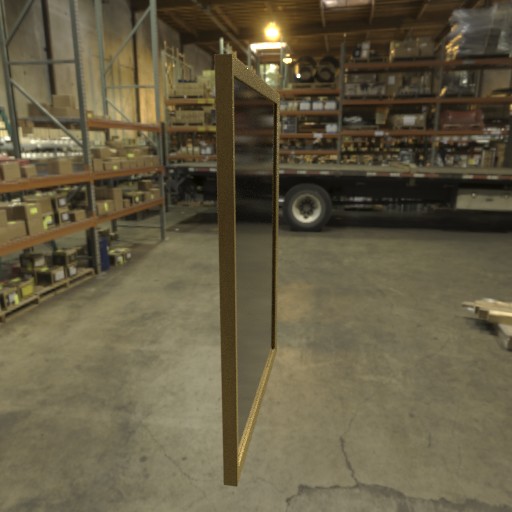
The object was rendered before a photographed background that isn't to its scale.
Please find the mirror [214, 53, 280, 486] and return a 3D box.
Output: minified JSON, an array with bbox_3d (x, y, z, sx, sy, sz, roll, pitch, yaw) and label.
[{"bbox_3d":[0.000,0.000,1.366,0.040,1.016,0.762,3,14,10],"label":"mirror"}]
